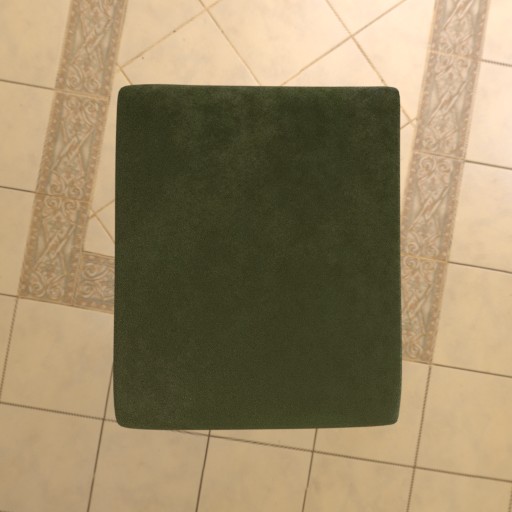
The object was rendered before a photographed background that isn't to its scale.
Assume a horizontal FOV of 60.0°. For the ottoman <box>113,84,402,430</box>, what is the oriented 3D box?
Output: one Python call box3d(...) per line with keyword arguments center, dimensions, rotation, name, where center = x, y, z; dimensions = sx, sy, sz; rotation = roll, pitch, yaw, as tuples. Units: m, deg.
box3d(center=(0.000, 0.000, 1.272), dimensions=(0.701, 0.538, 0.839), rotation=(0, 90, -2), name="ottoman")
